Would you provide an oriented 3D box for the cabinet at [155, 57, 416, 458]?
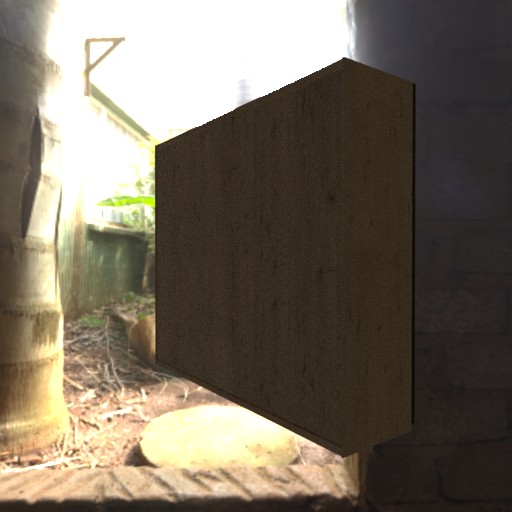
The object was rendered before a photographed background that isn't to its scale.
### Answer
[{"bbox_3d":[0.000,0.000,3.606,0.660,2.180,2.500,0,1,-36],"label":"cabinet"}]
